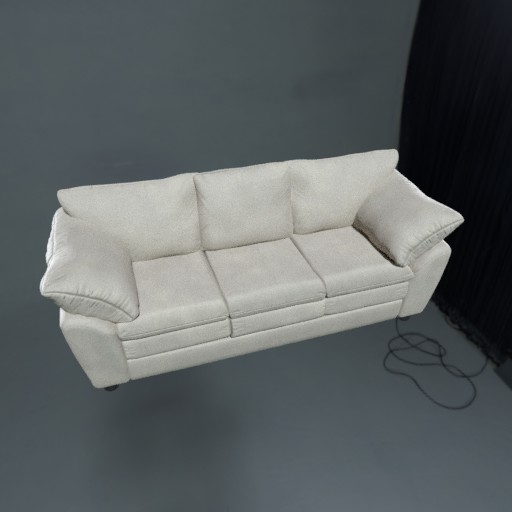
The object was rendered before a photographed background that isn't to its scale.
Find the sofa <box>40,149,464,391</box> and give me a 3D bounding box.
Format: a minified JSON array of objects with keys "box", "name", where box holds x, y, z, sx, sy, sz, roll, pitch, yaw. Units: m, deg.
[{"box":[0.000,0.000,2.776,2.334,0.996,0.878,-10,34,-15],"name":"sofa"}]
